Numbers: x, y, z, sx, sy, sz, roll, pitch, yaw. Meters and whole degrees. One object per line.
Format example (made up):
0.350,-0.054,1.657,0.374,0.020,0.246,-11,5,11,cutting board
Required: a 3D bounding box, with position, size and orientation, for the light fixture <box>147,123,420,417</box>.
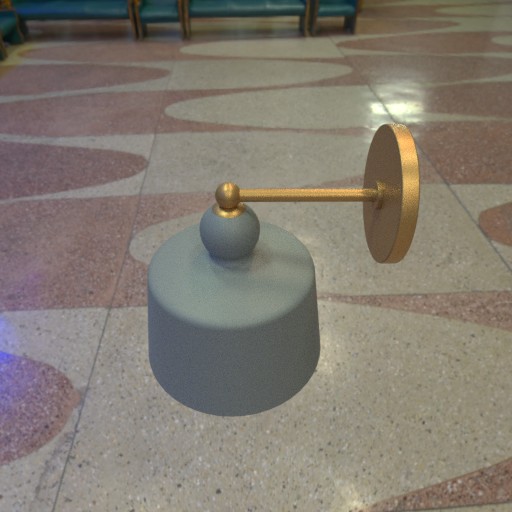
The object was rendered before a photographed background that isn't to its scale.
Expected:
0.000,0.000,0.450,0.254,0.268,0.204,0,39,0,light fixture
